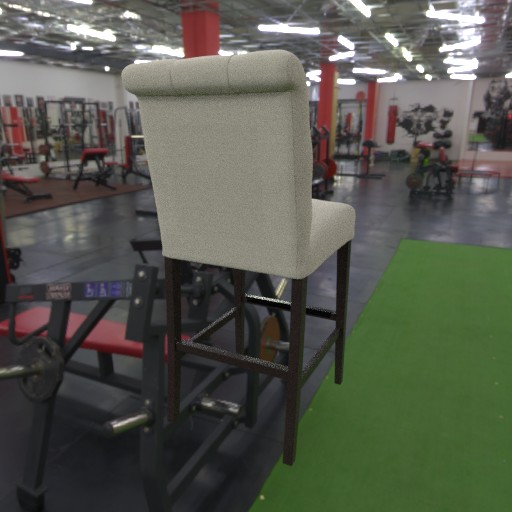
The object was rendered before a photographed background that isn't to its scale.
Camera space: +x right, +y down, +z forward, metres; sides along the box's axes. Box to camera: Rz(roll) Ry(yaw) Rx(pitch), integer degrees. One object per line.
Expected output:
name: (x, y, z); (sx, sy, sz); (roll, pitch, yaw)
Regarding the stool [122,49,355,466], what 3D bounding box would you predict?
stool: (0.000, 0.000, 1.421); (0.482, 1.118, 0.610); (8, 19, 26)
